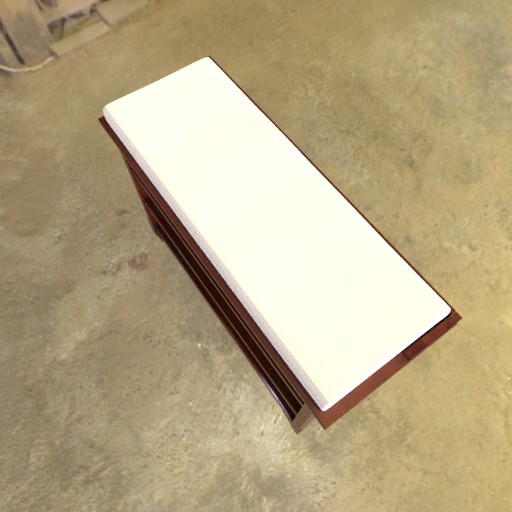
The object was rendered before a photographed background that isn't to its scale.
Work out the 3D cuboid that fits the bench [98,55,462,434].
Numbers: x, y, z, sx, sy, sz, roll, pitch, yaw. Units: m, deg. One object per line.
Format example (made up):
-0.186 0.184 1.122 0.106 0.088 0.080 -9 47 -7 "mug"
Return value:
0.000 0.000 1.325 0.369 0.646 0.987 -33 68 -15 "bench"
